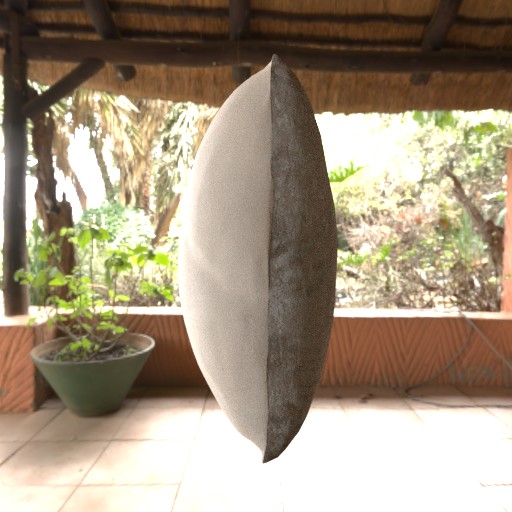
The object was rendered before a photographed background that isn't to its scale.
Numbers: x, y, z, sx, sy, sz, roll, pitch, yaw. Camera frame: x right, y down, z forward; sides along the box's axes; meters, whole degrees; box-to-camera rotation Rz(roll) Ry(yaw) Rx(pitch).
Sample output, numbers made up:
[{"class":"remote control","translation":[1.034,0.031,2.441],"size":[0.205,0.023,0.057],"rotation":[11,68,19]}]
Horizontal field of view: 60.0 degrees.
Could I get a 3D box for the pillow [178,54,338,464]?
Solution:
[{"class":"pillow","translation":[0.000,0.000,0.701],"size":[0.245,0.448,0.450],"rotation":[0,0,-1]}]
